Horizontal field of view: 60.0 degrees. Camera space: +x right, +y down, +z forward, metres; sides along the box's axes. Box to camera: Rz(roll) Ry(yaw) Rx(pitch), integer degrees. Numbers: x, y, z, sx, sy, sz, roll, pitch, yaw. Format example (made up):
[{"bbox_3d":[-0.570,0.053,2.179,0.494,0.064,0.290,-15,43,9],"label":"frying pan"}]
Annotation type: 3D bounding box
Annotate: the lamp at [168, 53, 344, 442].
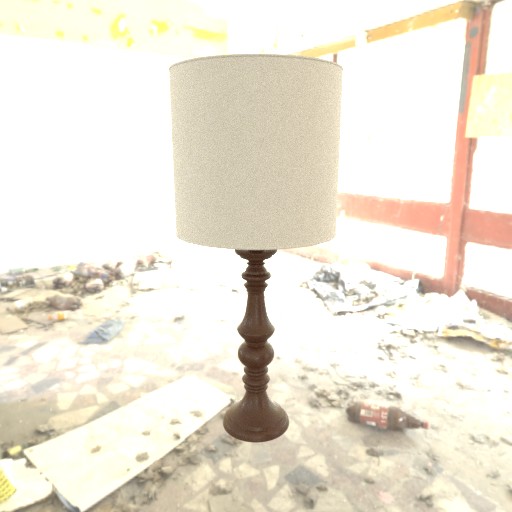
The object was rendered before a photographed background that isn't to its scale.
[{"bbox_3d":[0.000,0.000,0.709,0.250,0.597,0.250,-3,14,-12],"label":"lamp"}]
